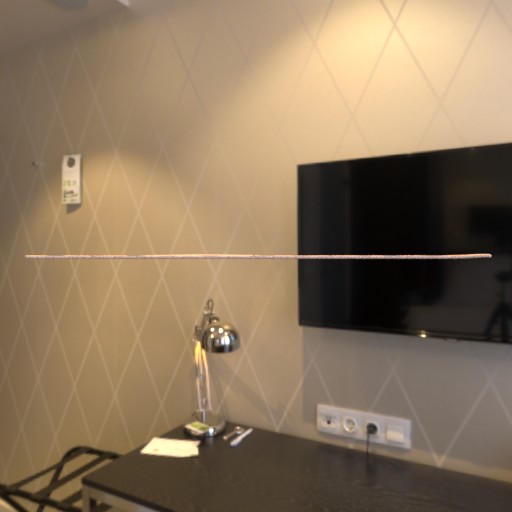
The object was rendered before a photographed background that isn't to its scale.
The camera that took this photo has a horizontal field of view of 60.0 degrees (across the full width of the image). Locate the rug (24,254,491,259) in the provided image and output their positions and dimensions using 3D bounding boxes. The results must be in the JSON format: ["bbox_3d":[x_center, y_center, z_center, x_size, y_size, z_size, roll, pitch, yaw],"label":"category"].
[{"bbox_3d":[0.000,0.000,4.093,3.052,0.043,2.453,0,0,-1],"label":"rug"}]
